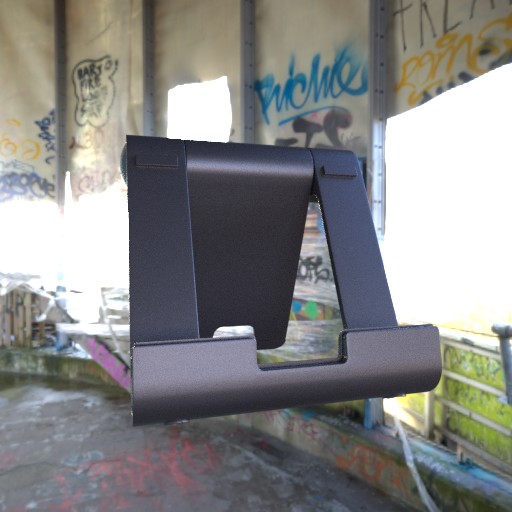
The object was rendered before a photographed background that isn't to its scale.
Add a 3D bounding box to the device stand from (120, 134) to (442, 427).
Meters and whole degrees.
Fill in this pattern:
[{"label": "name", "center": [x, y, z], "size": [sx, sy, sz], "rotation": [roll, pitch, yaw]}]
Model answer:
[{"label": "device stand", "center": [0.000, 0.000, 0.151], "size": [0.088, 0.084, 0.079], "rotation": [0, 2, -17]}]
